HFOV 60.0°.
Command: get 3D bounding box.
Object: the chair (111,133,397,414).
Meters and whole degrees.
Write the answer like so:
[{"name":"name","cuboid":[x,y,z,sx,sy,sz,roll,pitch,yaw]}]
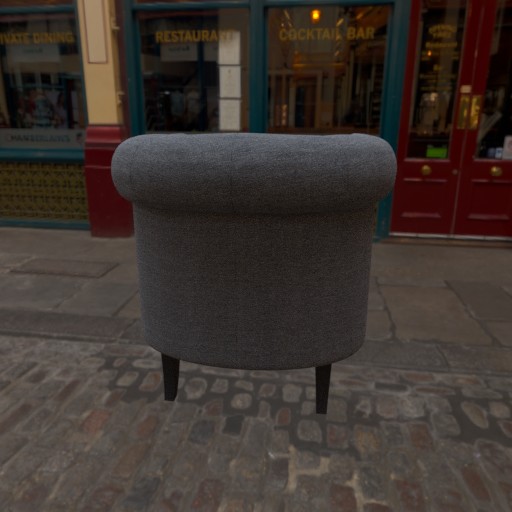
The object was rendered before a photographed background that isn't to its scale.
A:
[{"name":"chair","cuboid":[0.000,0.000,1.543,0.905,0.827,0.852,2,16,8]}]
